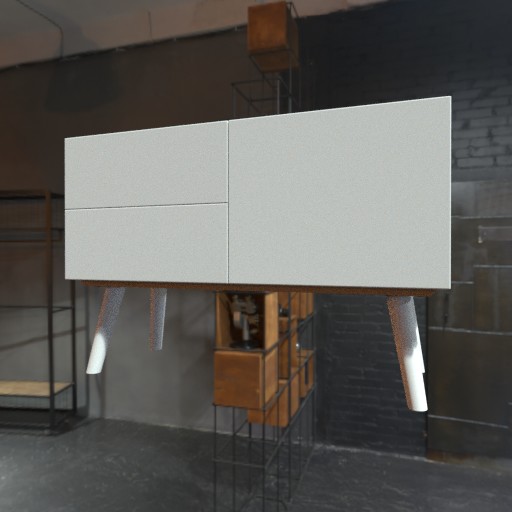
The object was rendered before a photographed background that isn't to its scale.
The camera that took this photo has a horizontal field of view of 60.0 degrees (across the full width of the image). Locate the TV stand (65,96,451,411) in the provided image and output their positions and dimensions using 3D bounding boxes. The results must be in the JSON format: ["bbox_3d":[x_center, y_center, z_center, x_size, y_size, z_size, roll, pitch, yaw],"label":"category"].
[{"bbox_3d":[0.000,0.000,1.263,0.991,0.660,0.407,0,0,20],"label":"TV stand"}]
